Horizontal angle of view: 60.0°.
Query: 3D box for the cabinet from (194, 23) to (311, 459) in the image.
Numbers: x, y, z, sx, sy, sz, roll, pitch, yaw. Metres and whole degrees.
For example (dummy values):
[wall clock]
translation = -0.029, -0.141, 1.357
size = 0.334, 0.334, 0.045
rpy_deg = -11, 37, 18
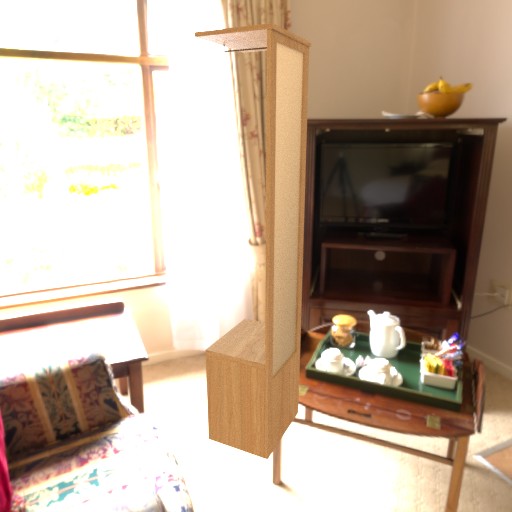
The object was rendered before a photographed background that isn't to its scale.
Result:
[cabinet]
translation = 0.000, 0.000, 2.091
size = 0.338, 1.879, 0.411
rpy_deg = 8, 18, 25
